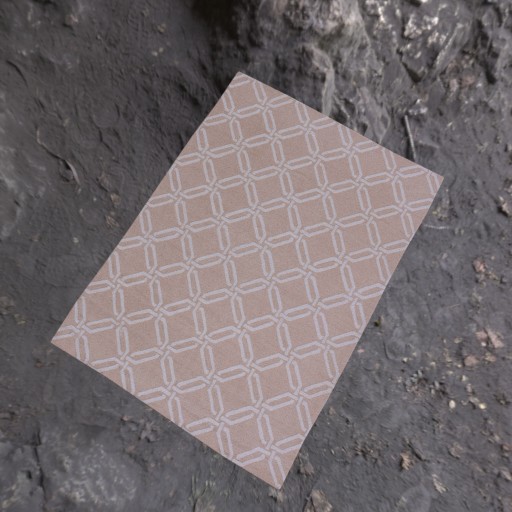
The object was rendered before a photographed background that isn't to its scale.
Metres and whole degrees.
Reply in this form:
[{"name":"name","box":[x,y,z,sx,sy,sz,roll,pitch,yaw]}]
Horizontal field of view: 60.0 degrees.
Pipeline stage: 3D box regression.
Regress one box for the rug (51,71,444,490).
[{"name":"rug","box":[0.000,0.000,4.267,2.452,0.020,3.365,30,78,7]}]
